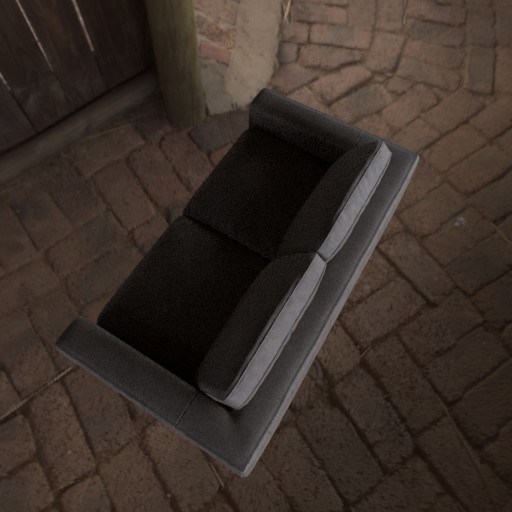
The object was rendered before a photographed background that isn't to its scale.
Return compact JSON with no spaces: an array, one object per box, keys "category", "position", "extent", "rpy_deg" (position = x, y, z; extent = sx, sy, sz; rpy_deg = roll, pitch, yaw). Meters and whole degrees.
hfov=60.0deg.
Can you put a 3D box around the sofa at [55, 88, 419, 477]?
[{"category":"sofa","position":[0.000,0.000,2.419],"extent":[1.070,0.800,1.920],"rpy_deg":[28,67,13]}]
